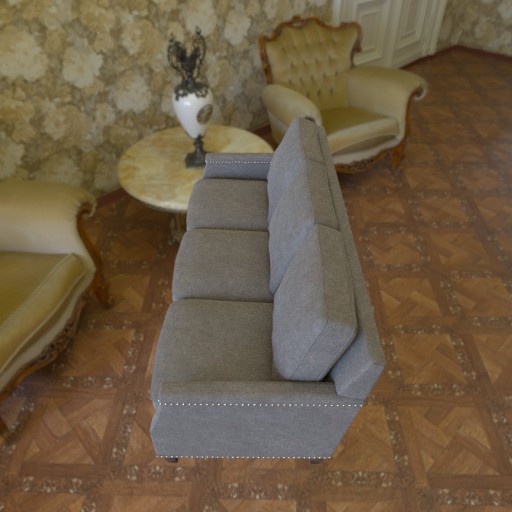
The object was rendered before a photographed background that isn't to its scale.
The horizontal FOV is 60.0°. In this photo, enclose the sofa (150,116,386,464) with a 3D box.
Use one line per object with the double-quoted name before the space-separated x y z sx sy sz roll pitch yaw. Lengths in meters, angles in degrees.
"sofa" 0.000 0.000 2.794 1.034 1.042 2.226 0 40 0
